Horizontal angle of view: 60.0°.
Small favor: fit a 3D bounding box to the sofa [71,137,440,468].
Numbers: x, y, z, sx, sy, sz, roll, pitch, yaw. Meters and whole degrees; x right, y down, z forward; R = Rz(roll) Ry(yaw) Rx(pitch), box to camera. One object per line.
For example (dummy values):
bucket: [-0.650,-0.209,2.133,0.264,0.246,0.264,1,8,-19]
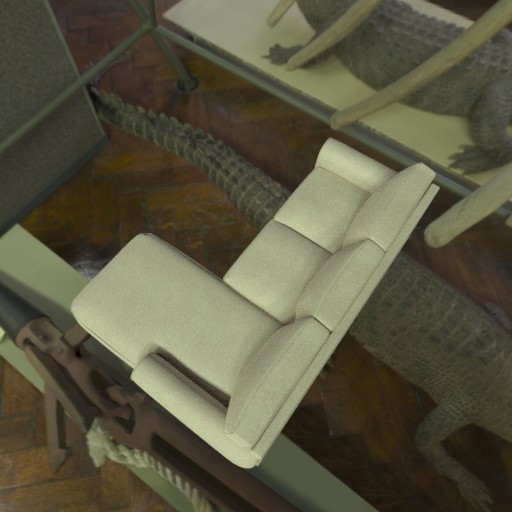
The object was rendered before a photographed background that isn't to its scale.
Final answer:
sofa: [0.000,0.000,2.407,1.226,0.734,1.770,33,68,15]
